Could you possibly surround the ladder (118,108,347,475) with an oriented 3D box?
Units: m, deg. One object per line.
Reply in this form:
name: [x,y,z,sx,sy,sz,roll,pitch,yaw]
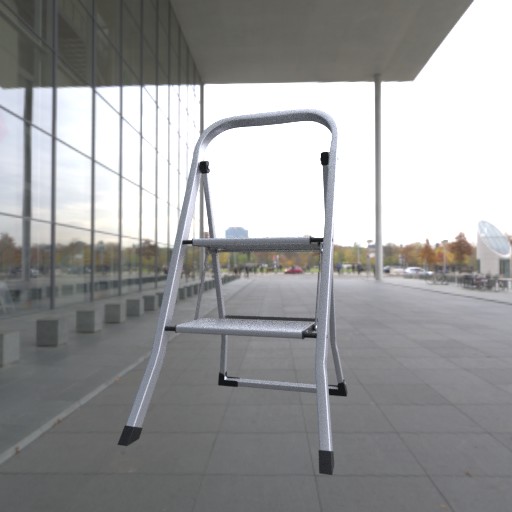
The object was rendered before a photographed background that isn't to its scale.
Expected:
ladder: [0.000,0.000,1.155,0.465,0.830,0.530,0,-1,18]
